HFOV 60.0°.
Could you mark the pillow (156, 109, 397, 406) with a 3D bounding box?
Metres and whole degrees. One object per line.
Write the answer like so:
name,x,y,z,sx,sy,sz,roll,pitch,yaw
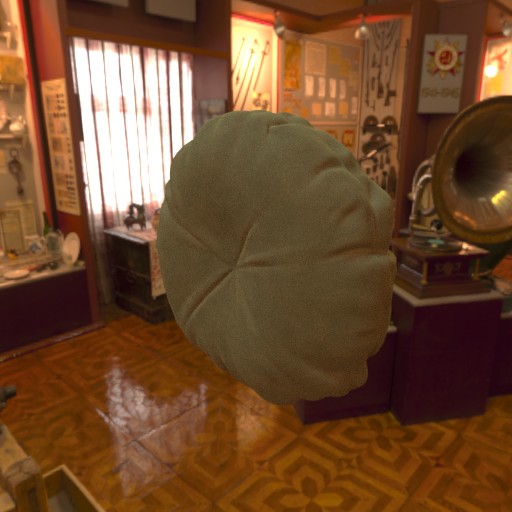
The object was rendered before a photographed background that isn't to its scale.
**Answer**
pillow,0.000,0.000,0.649,0.148,0.407,0.428,-15,22,-43
